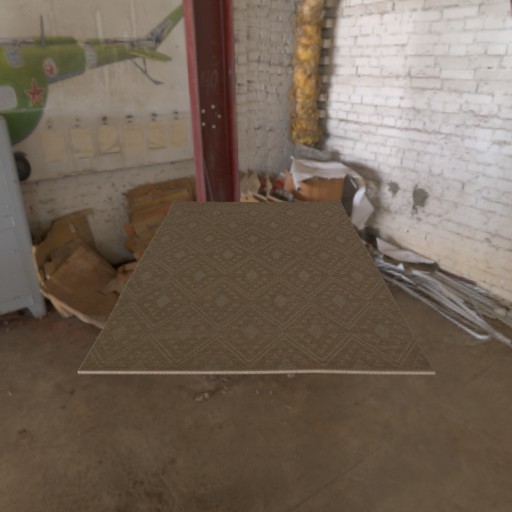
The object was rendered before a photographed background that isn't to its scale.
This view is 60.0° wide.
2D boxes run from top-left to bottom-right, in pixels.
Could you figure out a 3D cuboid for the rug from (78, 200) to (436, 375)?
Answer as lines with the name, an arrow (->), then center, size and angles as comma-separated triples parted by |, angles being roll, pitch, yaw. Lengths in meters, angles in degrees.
rug -> 0.000, 0.000, 3.007 | 1.553, 0.053, 2.430 | 0, 24, 0
